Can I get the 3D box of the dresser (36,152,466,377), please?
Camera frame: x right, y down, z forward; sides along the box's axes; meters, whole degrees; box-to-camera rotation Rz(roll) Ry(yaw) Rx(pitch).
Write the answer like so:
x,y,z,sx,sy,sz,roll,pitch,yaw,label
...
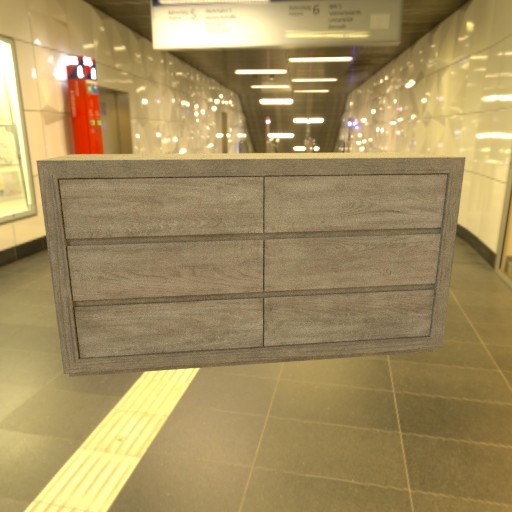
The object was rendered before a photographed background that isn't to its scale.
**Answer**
x,y,z,sx,sy,sz,roll,pitch,yaw,label
0.000,0.000,2.014,1.628,0.889,0.483,-2,16,-8,dresser
